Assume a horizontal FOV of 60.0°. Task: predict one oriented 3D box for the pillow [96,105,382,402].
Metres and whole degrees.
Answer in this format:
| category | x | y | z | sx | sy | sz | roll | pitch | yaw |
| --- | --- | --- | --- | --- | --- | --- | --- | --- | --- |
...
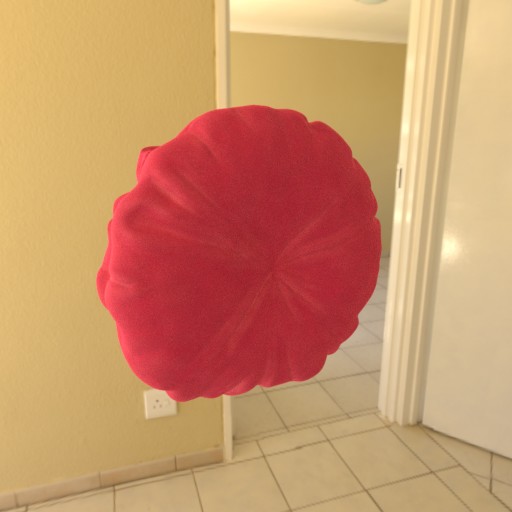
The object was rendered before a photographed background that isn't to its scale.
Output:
| category | x | y | z | sx | sy | sz | roll | pitch | yaw |
| --- | --- | --- | --- | --- | --- | --- | --- | --- | --- |
| pillow | 0.000 | 0.000 | 0.630 | 0.428 | 0.407 | 0.148 | -8 | 17 | -26 |
